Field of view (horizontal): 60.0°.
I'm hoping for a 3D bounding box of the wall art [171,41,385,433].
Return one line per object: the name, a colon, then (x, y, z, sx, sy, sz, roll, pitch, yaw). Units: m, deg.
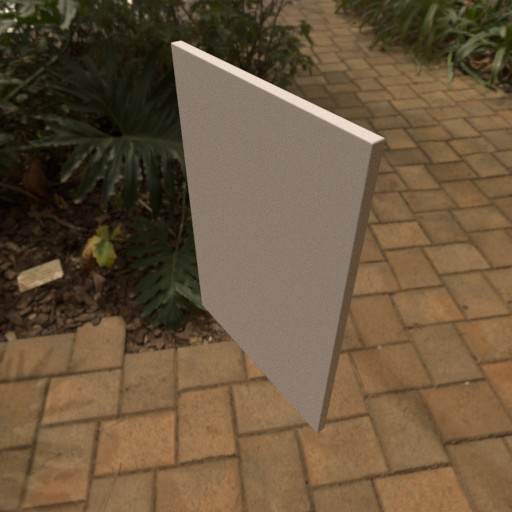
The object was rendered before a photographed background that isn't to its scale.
wall art: (0.000, 0.000, 1.037, 0.026, 0.813, 0.556, -27, 48, -27)
